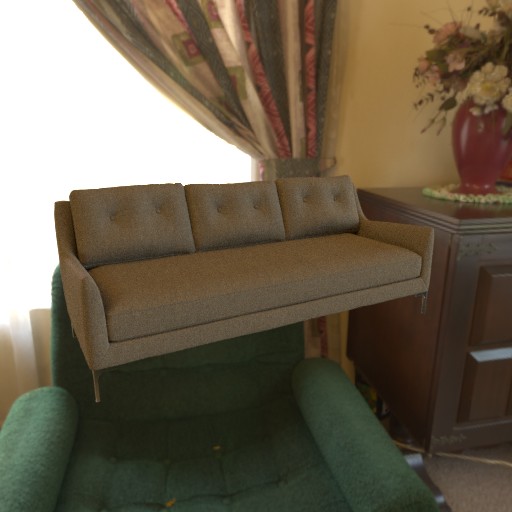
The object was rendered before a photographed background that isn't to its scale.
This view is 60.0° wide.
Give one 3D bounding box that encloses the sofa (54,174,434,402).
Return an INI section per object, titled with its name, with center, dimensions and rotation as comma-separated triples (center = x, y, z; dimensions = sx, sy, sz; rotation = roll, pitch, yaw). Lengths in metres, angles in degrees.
[sofa]
center = 0.000, 0.000, 2.591
dimensions = 2.060, 0.837, 0.849
rotation = -8, 17, -28
